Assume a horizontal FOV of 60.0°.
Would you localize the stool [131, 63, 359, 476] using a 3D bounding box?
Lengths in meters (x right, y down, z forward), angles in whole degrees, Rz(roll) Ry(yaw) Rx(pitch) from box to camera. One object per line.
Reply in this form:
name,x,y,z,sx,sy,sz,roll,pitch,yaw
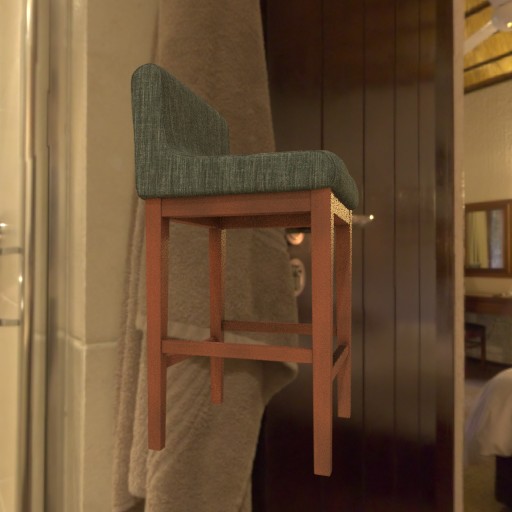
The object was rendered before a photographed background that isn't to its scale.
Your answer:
stool,0.000,0.000,1.068,0.459,0.835,0.395,0,-1,18
